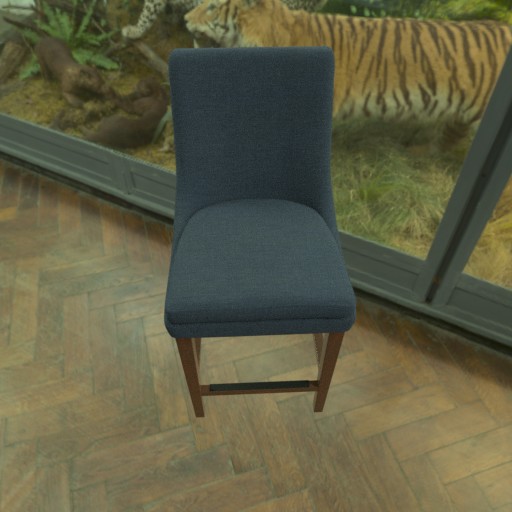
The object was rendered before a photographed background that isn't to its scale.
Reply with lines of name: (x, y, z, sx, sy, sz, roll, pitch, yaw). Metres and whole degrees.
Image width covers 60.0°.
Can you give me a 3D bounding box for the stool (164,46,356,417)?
stool: (0.000, 0.000, 1.285, 0.470, 0.981, 0.577, -2, 46, -2)
